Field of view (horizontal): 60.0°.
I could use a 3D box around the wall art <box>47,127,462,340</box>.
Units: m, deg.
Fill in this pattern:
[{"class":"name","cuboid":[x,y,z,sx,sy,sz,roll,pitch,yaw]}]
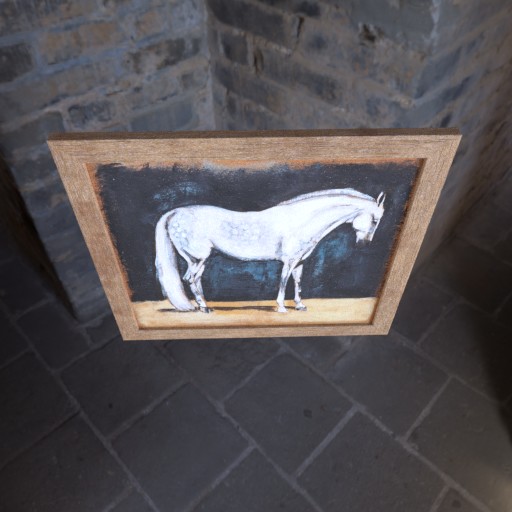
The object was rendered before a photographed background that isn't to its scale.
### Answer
[{"class":"wall art","cuboid":[0.000,0.000,0.954,0.690,0.588,0.026,-1,46,-1]}]
